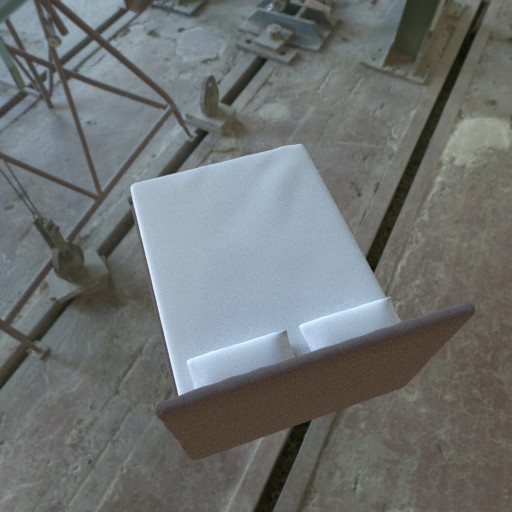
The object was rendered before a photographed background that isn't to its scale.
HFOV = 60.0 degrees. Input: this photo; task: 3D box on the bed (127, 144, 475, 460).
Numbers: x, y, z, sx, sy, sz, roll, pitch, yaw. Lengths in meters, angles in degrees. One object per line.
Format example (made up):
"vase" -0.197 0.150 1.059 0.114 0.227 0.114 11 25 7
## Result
"bed" 0.000 0.000 3.287 1.696 1.426 2.233 -16 59 -10
